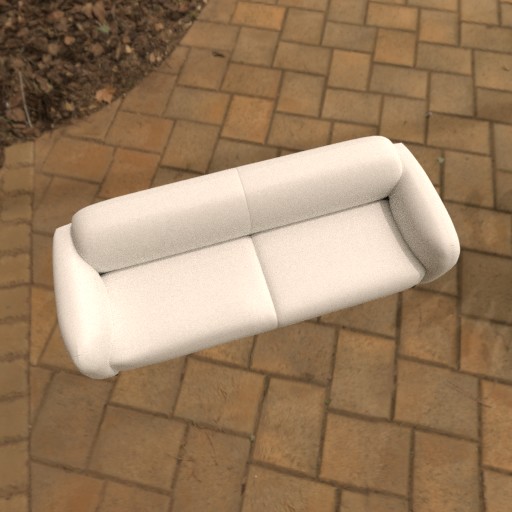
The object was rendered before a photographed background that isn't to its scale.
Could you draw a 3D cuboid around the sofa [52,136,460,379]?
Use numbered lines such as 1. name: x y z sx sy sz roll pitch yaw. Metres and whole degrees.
1. sofa: 0.000 0.000 2.677 2.257 0.780 0.880 -15 65 -7
